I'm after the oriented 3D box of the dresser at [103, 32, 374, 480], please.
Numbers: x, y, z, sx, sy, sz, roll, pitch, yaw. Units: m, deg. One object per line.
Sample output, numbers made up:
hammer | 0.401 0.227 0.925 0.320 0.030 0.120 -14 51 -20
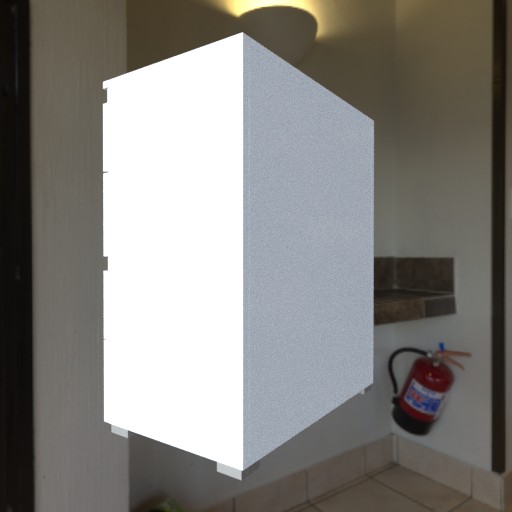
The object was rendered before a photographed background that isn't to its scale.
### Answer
dresser | 0.000 0.000 1.169 0.400 0.800 0.650 0 1 35
